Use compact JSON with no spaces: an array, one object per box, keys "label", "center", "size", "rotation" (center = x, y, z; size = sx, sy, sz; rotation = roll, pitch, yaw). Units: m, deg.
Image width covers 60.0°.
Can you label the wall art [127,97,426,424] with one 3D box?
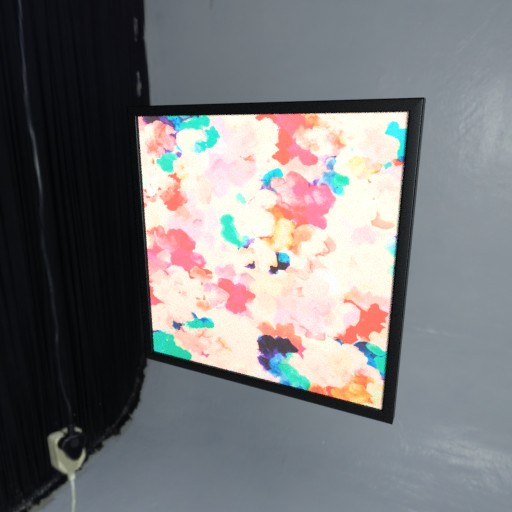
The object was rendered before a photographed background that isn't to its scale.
[{"label":"wall art","center":[0.000,0.000,1.154],"size":[0.756,0.755,0.036],"rotation":[7,17,25]}]
